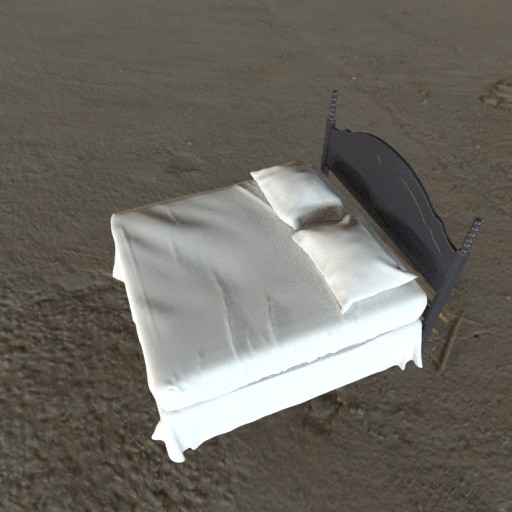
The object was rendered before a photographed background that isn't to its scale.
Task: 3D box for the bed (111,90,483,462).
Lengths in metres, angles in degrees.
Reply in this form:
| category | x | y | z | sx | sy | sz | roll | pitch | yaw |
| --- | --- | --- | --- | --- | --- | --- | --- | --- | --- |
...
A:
| category | x | y | z | sx | sy | sz | roll | pitch | yaw |
| --- | --- | --- | --- | --- | --- | --- | --- | --- | --- |
| bed | 0.000 | 0.000 | 3.141 | 2.040 | 1.356 | 1.873 | -16 | 49 | -15 |
